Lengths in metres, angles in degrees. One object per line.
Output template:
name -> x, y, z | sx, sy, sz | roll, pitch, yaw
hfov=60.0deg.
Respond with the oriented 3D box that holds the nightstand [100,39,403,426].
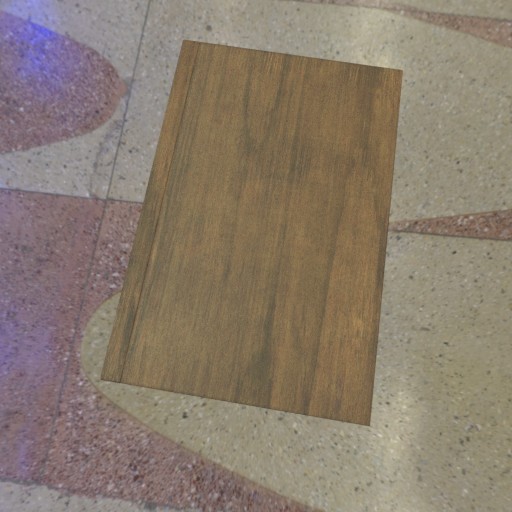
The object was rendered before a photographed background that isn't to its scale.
nightstand -> 0.000, 0.000, 1.023 | 0.437, 0.610, 0.610 | 9, 75, 2
